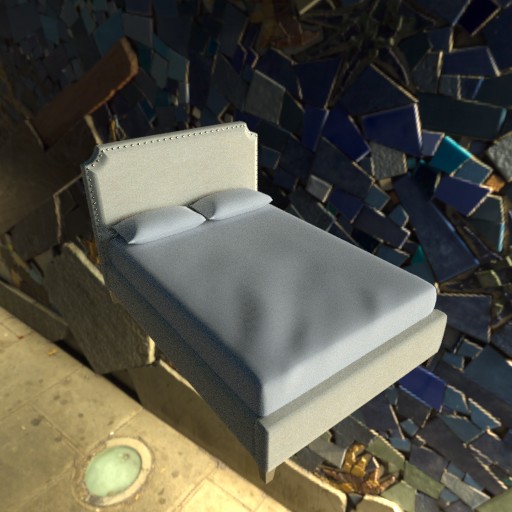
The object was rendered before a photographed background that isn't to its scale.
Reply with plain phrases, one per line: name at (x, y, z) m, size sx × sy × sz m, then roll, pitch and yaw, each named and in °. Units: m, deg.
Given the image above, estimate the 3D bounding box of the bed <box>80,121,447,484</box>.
bed at (0.000, 0.000, 3.444) m, size 1.713 × 1.457 × 2.381 m, roll -21°, pitch 35°, yaw -32°
